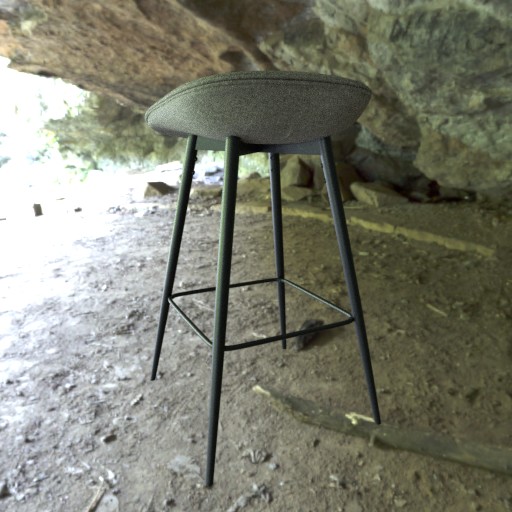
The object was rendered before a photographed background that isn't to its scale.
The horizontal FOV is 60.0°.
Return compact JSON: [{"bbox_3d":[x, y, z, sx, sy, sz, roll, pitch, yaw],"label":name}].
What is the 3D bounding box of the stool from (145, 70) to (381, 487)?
[{"bbox_3d":[0.000,0.000,1.115,0.469,0.814,0.480,-7,16,-26],"label":"stool"}]
